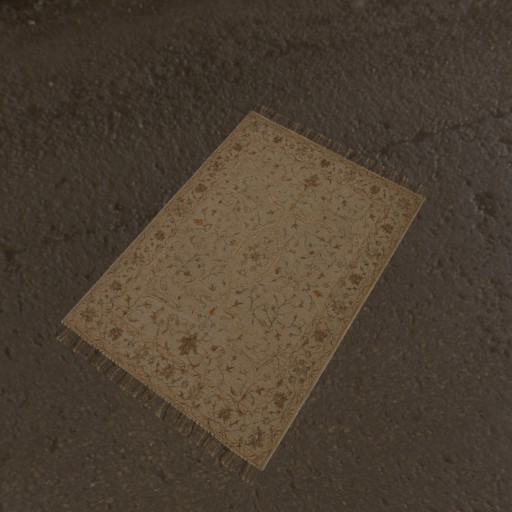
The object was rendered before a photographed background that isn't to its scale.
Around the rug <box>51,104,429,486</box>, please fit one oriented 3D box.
[{"bbox_3d":[0.000,0.000,2.391,1.218,0.017,1.861,31,68,14],"label":"rug"}]
